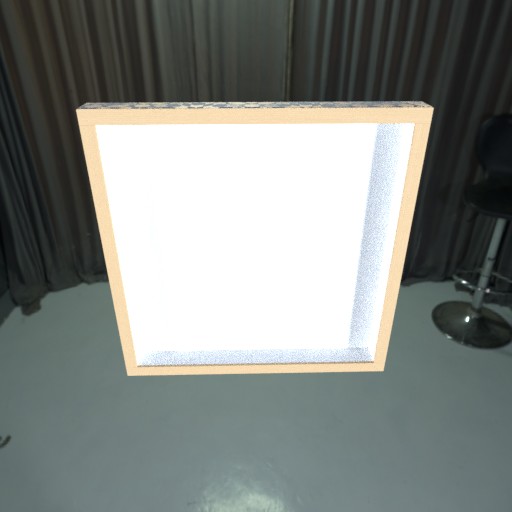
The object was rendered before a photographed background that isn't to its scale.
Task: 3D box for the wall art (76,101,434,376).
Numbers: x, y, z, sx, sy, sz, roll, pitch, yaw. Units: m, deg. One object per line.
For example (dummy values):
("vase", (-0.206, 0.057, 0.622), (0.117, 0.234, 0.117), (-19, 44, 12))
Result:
("wall art", (0.000, 0.000, 0.617), (0.405, 0.405, 0.038), (-1, 30, -1))
